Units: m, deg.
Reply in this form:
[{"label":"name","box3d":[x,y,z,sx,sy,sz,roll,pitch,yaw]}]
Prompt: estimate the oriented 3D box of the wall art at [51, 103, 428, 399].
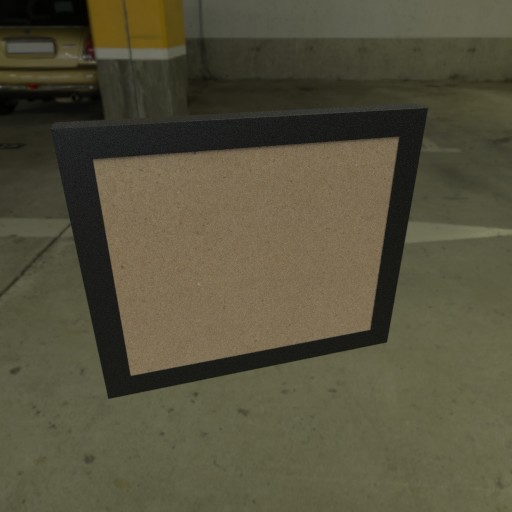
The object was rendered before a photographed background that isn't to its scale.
[{"label":"wall art","box3d":[0.000,0.000,0.520,0.381,0.321,0.028,-8,29,-14]}]
